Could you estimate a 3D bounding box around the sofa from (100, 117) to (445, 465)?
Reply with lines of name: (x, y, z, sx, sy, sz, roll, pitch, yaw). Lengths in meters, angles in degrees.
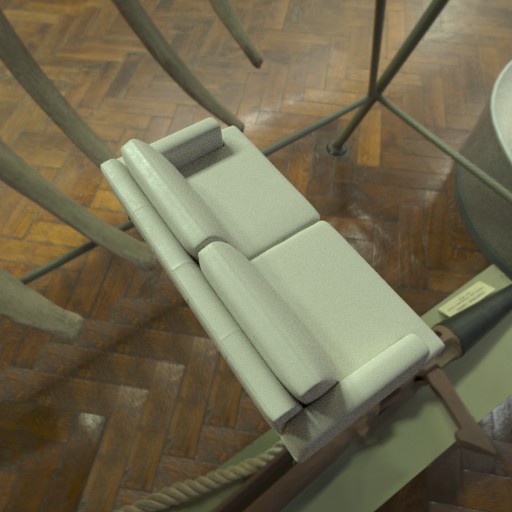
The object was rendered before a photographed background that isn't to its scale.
sofa: (0.000, 0.000, 2.447, 0.974, 0.765, 1.940, -30, 63, -18)
